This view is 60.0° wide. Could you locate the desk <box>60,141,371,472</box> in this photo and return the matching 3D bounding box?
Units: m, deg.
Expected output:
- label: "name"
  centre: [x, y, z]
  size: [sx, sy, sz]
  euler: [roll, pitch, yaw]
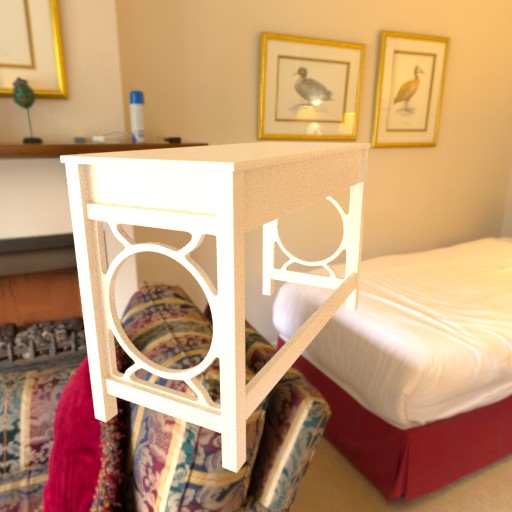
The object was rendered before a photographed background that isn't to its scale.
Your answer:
- label: "desk"
  centre: [0.000, 0.000, 1.605]
  size: [0.504, 0.762, 1.191]
  euler: [8, 18, 26]
